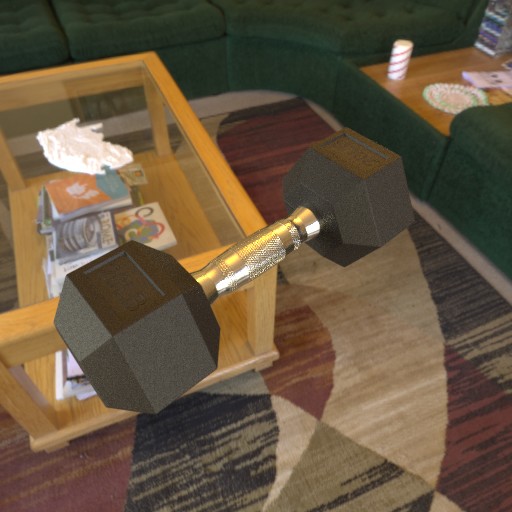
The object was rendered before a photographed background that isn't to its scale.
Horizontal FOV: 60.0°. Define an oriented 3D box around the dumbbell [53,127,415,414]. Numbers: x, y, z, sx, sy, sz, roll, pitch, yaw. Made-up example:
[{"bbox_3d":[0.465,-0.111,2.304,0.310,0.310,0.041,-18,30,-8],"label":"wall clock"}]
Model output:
[{"bbox_3d":[0.000,0.000,0.350,0.297,0.101,0.116,-32,55,-26],"label":"dumbbell"}]
